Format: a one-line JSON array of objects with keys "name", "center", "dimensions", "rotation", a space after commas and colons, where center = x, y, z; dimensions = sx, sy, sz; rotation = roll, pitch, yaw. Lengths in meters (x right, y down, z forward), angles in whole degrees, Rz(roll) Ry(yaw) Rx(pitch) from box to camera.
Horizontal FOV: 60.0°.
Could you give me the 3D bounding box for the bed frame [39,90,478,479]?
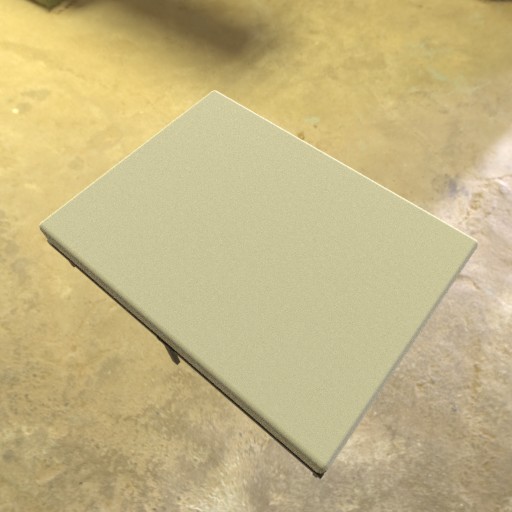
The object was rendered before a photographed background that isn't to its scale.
[{"name": "bed frame", "center": [0.000, 0.000, 3.533], "dimensions": [2.635, 0.680, 1.990], "rotation": [35, 65, 19]}]
